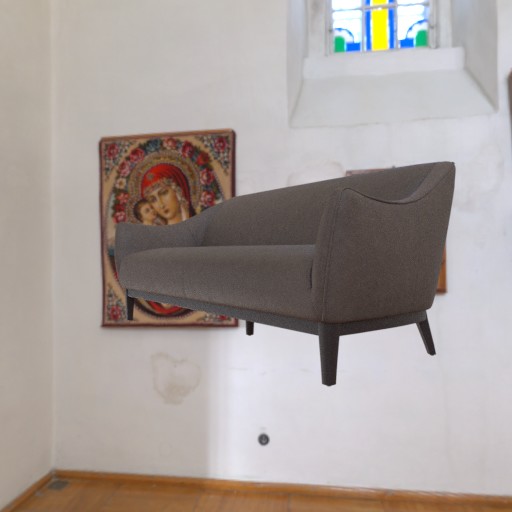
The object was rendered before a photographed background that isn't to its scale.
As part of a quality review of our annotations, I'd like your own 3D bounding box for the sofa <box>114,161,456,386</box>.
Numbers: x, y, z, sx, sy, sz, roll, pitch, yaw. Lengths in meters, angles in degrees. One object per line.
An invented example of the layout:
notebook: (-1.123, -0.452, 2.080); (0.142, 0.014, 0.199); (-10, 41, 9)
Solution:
sofa: (0.000, 0.000, 2.332); (0.869, 0.831, 1.928); (0, 0, -37)
